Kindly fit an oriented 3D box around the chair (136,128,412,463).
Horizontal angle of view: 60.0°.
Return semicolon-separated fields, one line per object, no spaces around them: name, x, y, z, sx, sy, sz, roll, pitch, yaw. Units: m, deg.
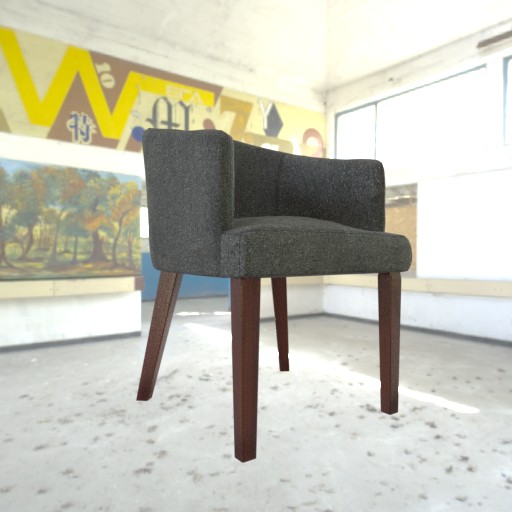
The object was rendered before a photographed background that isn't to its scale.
chair;0.000;0.000;1.249;0.583;0.811;0.655;0;1;-36
